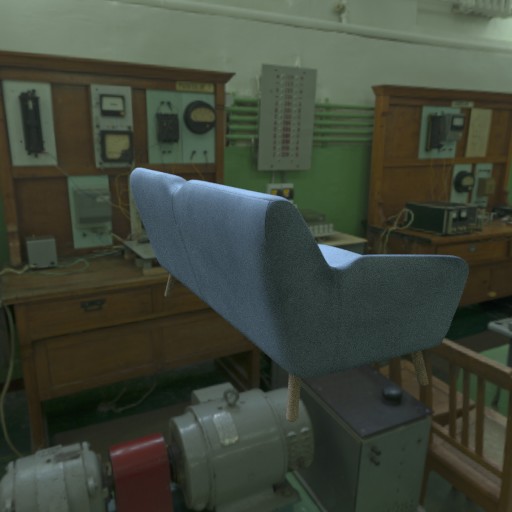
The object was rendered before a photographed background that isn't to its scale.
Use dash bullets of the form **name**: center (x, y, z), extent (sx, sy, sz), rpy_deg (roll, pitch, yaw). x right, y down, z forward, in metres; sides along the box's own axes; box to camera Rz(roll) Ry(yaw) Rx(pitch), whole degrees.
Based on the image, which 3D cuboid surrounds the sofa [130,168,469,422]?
- **sofa**: center (0.000, 0.000, 2.222), extent (0.850, 0.810, 1.870), rpy_deg (-8, 16, -27)
